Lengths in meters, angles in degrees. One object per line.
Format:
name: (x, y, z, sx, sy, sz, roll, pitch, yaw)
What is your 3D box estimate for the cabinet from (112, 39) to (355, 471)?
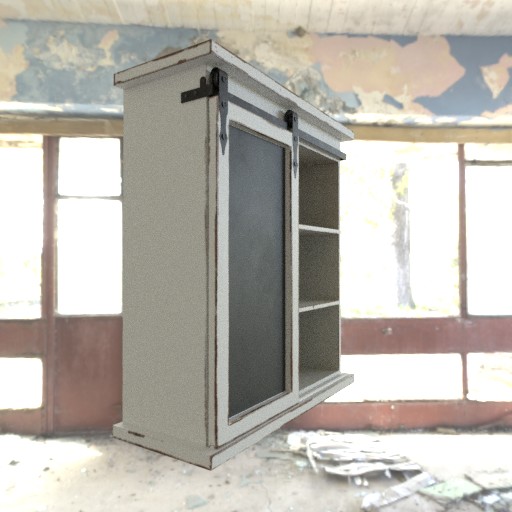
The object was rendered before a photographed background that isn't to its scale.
cabinet: (0.000, 0.000, 0.901, 0.210, 0.603, 0.541, 0, -1, 34)
